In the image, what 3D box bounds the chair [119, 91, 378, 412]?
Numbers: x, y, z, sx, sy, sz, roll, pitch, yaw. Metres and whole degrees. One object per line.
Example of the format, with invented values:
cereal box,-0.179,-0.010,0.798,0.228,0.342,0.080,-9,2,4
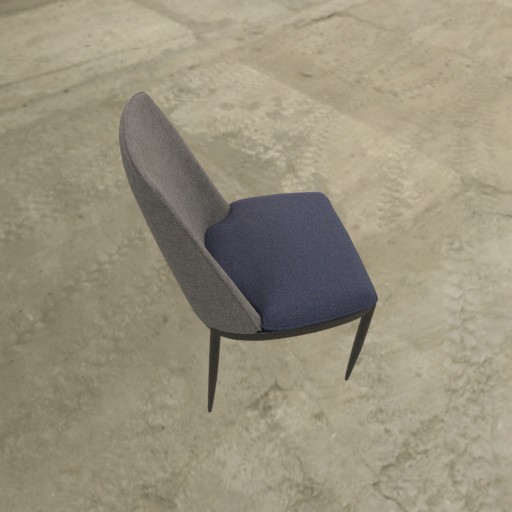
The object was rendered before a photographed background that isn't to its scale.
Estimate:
chair,0.000,0.000,1.204,0.550,0.855,0.488,-9,48,-8
